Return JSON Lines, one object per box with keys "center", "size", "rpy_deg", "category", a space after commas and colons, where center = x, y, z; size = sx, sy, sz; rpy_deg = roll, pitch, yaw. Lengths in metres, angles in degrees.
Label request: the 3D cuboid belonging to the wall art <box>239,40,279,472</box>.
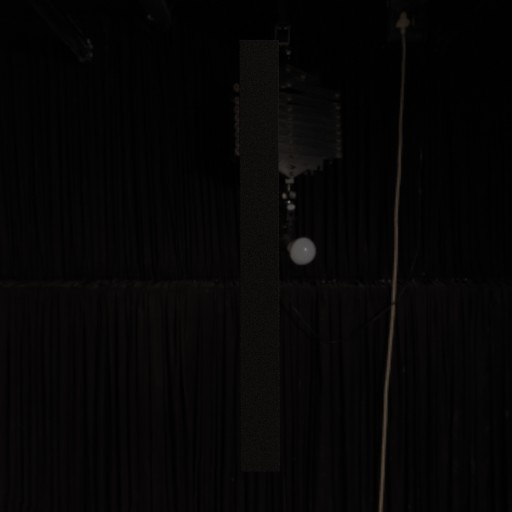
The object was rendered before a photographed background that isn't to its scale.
{"center": [0.000, 0.000, 0.529], "size": [0.031, 0.330, 0.381], "rpy_deg": [0, 0, -1], "category": "wall art"}
